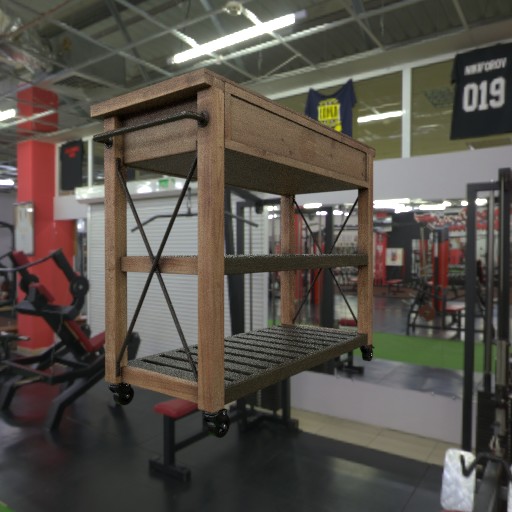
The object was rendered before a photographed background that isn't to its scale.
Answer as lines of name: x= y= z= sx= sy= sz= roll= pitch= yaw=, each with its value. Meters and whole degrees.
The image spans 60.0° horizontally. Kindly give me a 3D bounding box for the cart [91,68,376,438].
cart: x=0.000 y=0.000 z=0.990 sx=0.298 sy=0.554 sz=0.686 roll=1 pitch=1 yaw=37
